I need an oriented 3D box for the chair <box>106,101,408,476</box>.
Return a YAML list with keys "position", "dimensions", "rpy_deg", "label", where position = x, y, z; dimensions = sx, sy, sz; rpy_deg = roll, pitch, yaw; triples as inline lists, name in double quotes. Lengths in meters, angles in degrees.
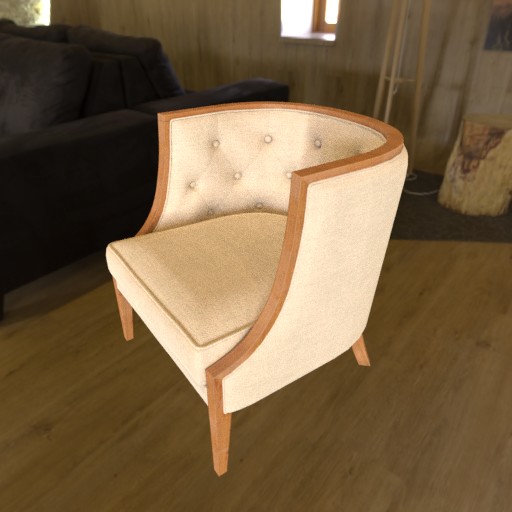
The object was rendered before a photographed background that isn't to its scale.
- position: [0.000, 0.000, 1.377]
  dimensions: [0.757, 0.775, 0.711]
  rpy_deg: [-20, 36, -30]
  label: "chair"
